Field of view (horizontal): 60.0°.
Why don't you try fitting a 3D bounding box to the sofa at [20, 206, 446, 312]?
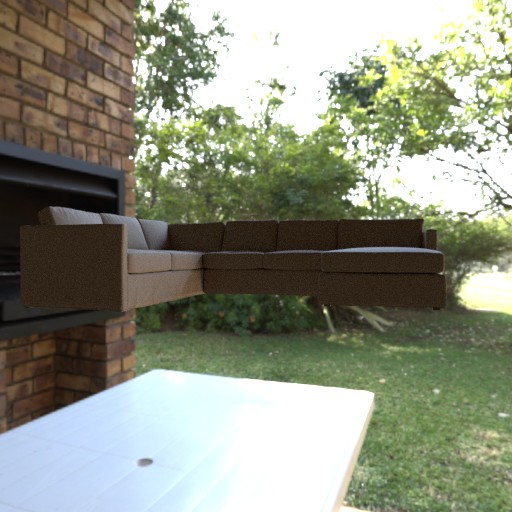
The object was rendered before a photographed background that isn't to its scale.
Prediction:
[{"bbox_3d":[0.000,0.000,4.395,3.460,0.882,2.427,0,0,17],"label":"sofa"}]
